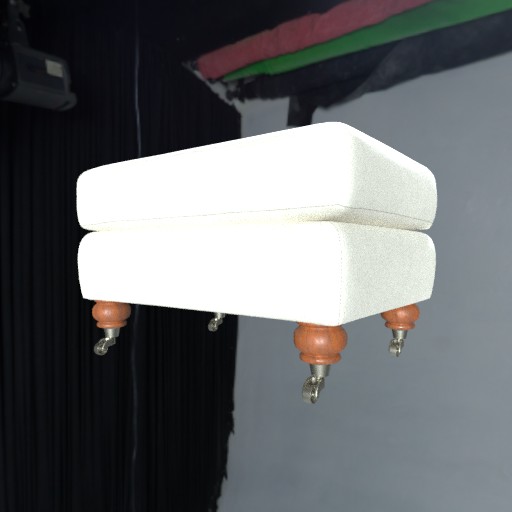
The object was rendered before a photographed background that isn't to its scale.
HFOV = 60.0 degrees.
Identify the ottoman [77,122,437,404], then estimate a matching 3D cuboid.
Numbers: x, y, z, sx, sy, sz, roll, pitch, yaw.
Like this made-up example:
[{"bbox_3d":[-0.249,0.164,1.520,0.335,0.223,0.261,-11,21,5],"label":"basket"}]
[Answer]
[{"bbox_3d":[0.000,0.000,1.133,0.773,0.499,0.569,0,1,37],"label":"ottoman"}]
